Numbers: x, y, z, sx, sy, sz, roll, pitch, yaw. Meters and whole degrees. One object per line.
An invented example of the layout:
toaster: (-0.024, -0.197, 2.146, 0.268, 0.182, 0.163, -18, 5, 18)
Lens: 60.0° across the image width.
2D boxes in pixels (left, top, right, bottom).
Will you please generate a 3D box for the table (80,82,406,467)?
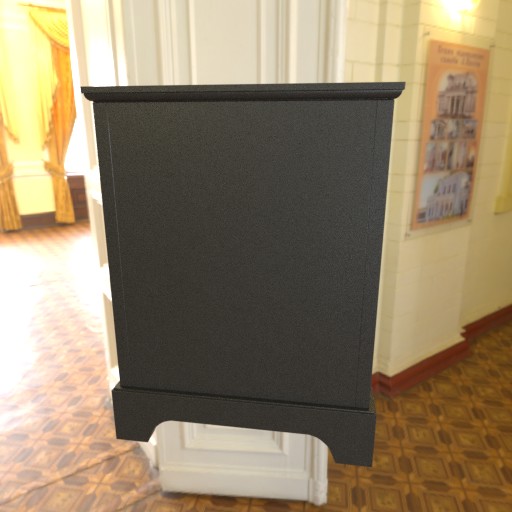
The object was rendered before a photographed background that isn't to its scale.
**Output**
table: (0.000, 0.000, 0.887, 0.460, 0.610, 0.399, 2, 16, 9)
